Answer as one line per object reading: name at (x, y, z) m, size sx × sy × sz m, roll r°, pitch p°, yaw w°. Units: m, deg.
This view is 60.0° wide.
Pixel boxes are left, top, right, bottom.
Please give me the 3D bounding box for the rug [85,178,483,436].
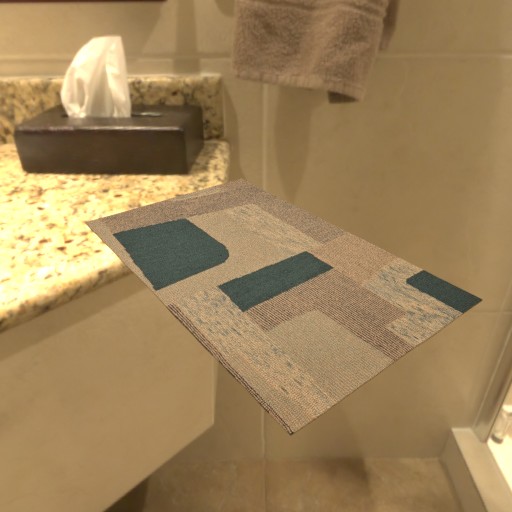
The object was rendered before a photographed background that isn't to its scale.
rug at (0.000, 0.000, 3.048) m, size 1.521 × 0.015 × 2.436 m, roll -22°, pitch 38°, yaw -31°
